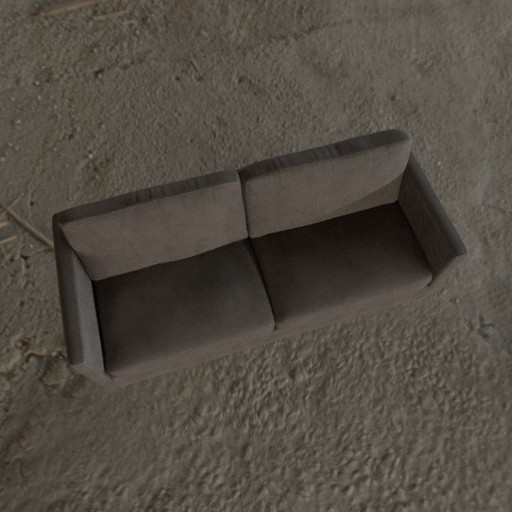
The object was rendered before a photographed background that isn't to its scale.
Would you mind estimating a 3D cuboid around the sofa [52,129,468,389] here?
[{"bbox_3d":[0.000,0.000,2.725,2.208,0.965,0.951,-15,65,-7],"label":"sofa"}]
